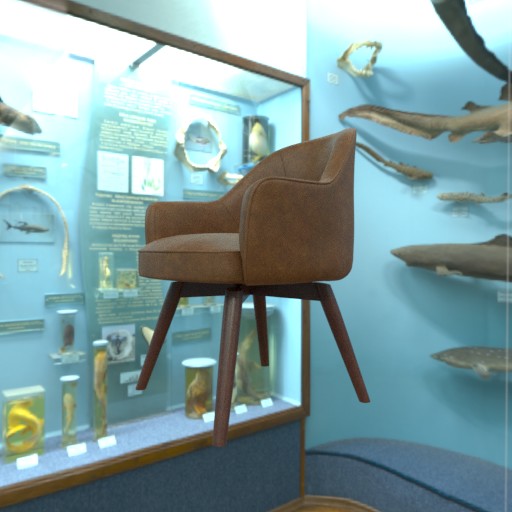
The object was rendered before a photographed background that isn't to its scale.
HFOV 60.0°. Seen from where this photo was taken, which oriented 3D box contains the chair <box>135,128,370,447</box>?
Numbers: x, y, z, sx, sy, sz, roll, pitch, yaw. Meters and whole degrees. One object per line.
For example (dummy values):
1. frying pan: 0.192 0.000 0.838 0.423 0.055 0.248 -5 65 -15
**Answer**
1. chair: 0.000 0.000 1.247 0.640 0.777 0.591 -1 1 -35
